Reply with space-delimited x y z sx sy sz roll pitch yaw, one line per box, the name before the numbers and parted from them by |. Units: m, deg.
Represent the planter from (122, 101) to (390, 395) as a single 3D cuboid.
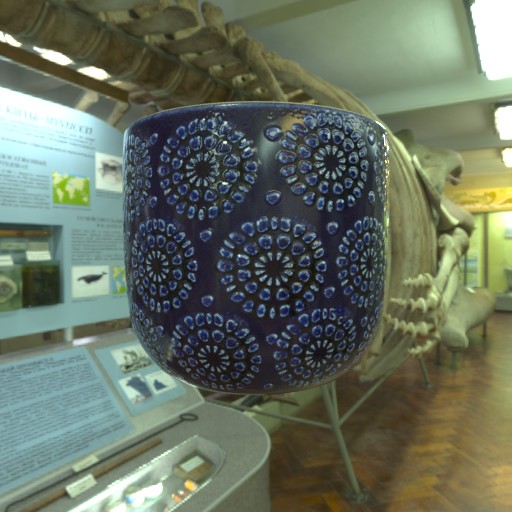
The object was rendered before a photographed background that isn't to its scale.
planter | 0.000 0.000 0.288 0.165 0.149 0.165 0 2 0
